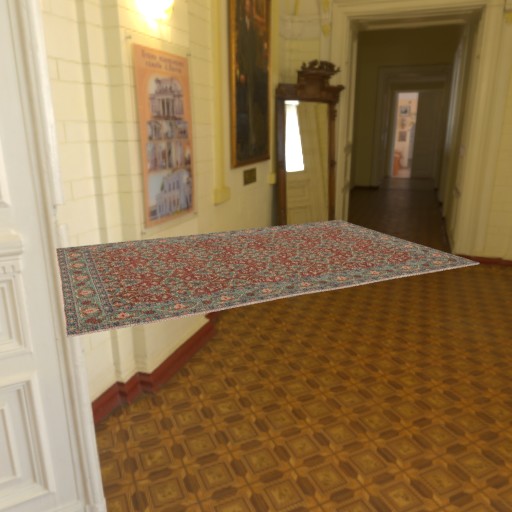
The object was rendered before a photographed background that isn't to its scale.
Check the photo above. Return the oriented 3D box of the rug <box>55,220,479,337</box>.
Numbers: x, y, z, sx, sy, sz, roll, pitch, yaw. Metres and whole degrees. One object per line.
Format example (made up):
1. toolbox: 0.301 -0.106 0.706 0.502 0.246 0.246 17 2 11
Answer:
1. rug: 0.000 0.000 2.989 2.439 0.011 1.533 -7 18 -24
